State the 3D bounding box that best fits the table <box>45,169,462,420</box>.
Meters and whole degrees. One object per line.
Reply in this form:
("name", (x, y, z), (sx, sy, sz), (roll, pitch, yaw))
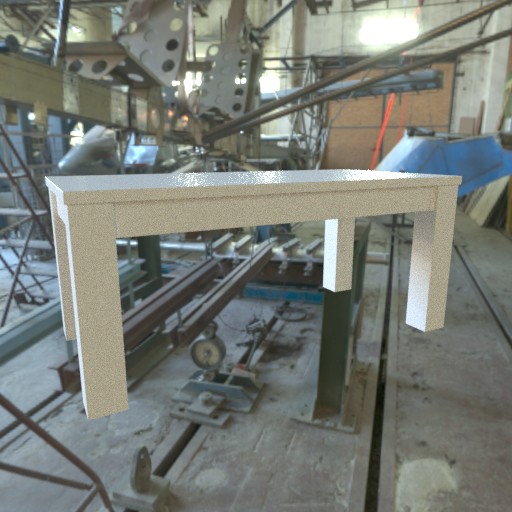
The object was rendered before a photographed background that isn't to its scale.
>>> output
("table", (0.000, 0.000, 2.228), (1.800, 0.790, 0.900), (-7, 15, -27))
